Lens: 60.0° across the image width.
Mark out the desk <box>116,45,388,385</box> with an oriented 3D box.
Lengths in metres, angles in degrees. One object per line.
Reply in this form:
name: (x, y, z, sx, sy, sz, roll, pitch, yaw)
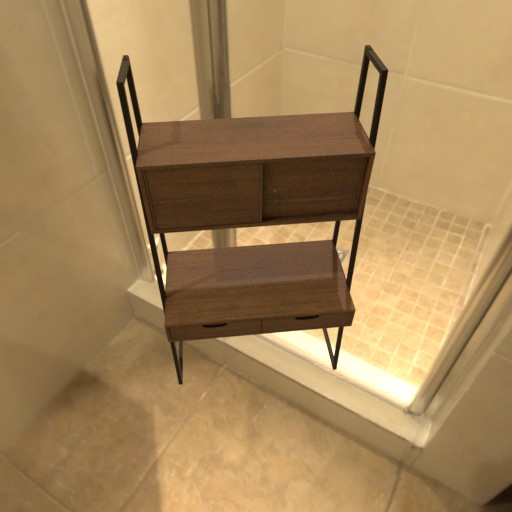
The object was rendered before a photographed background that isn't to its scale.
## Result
desk: (0.000, 0.000, 2.215, 0.982, 1.809, 0.515, -4, 46, -4)
